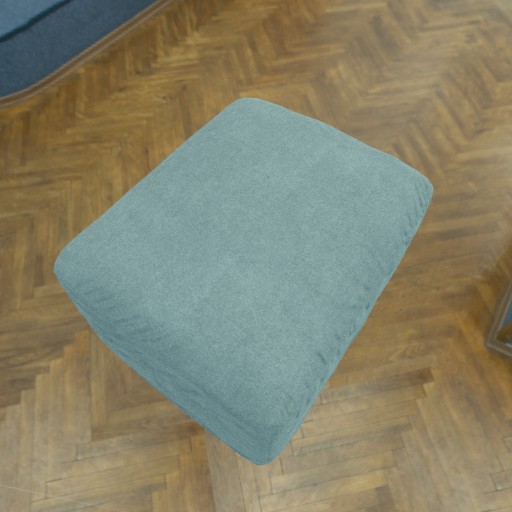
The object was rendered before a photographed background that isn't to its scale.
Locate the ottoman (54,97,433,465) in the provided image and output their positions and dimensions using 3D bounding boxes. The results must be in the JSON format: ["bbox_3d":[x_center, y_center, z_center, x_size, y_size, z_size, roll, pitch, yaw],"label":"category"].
[{"bbox_3d":[0.000,0.000,1.242,0.683,0.481,0.837,31,62,18],"label":"ottoman"}]
